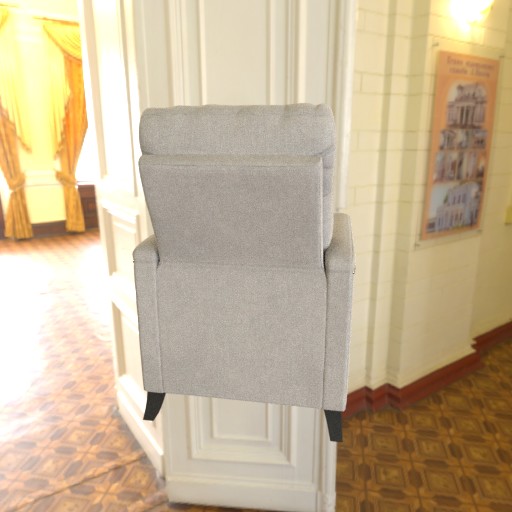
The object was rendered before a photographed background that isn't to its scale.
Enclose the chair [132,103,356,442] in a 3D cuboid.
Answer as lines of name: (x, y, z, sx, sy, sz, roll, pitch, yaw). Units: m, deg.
chair: (0.000, 0.000, 1.676, 0.710, 1.049, 0.922, 3, 15, 10)
